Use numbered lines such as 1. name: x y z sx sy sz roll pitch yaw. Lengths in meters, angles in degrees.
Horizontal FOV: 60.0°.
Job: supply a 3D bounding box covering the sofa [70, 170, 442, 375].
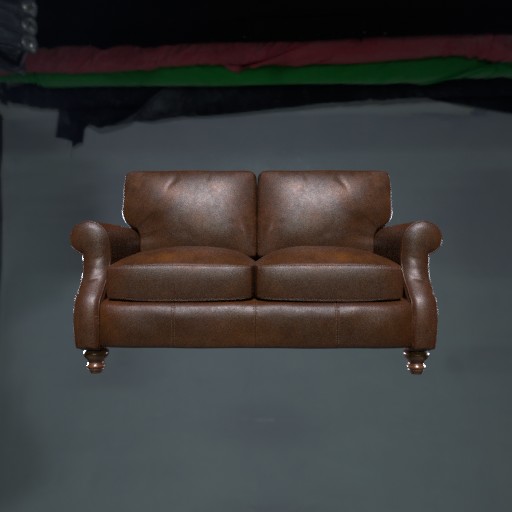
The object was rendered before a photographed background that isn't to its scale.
1. sofa: 0.000 0.000 2.235 1.616 0.976 0.990 0 0 1
